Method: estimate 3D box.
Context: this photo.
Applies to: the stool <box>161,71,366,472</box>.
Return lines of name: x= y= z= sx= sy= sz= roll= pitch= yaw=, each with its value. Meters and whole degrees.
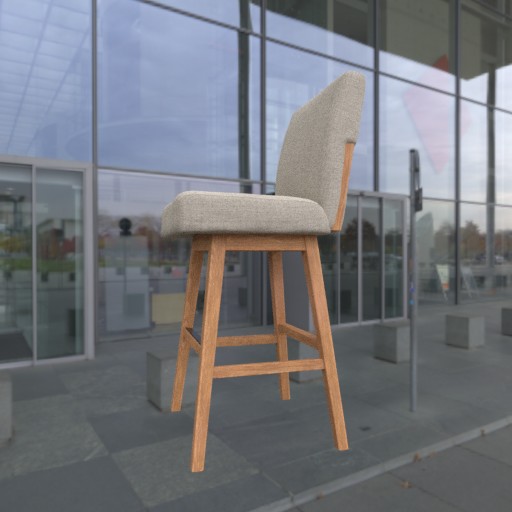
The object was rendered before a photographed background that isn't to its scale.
stool: x=0.000 y=0.000 z=1.432 sx=0.569 sy=1.106 sz=0.483 roll=0 pitch=0 yaw=-17
